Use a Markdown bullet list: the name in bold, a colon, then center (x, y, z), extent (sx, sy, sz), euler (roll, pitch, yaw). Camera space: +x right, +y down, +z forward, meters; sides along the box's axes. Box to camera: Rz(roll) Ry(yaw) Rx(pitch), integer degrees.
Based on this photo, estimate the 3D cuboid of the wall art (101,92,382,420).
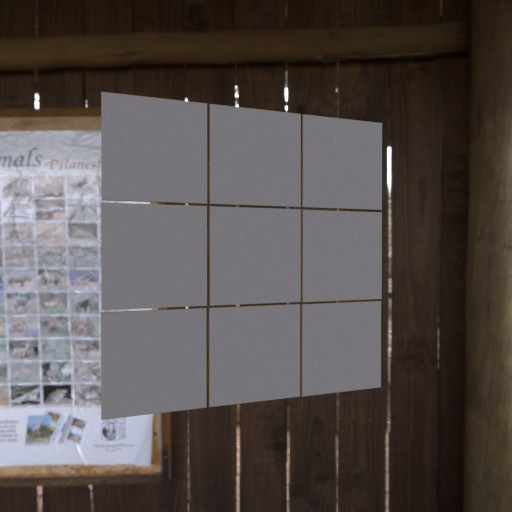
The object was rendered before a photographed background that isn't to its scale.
- **wall art**: center (0.000, 0.000, 2.310), extent (1.527, 1.521, 0.017), euler (0, 1, -19)
